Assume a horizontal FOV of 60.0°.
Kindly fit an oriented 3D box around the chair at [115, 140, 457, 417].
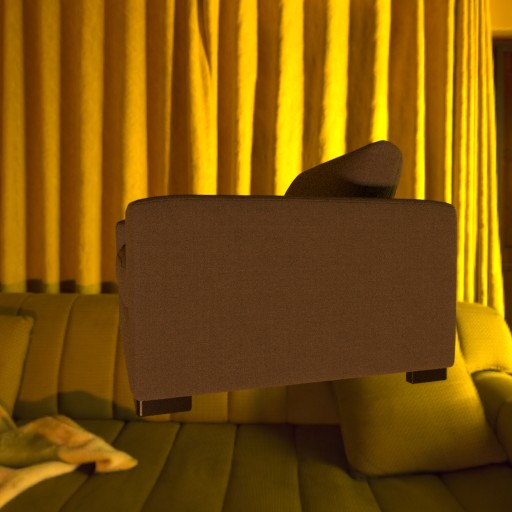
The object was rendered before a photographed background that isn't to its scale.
[{"bbox_3d":[0.000,0.000,1.837,1.100,0.847,1.070,0,2,-19],"label":"chair"}]
